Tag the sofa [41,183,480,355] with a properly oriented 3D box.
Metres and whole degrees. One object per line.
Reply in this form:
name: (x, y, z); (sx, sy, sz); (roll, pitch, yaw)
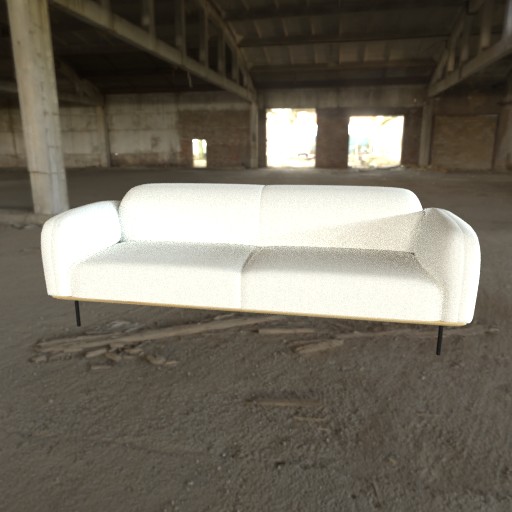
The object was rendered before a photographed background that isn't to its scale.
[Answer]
sofa: (0.000, 0.000, 2.605); (2.280, 0.780, 0.870); (3, 14, 10)
